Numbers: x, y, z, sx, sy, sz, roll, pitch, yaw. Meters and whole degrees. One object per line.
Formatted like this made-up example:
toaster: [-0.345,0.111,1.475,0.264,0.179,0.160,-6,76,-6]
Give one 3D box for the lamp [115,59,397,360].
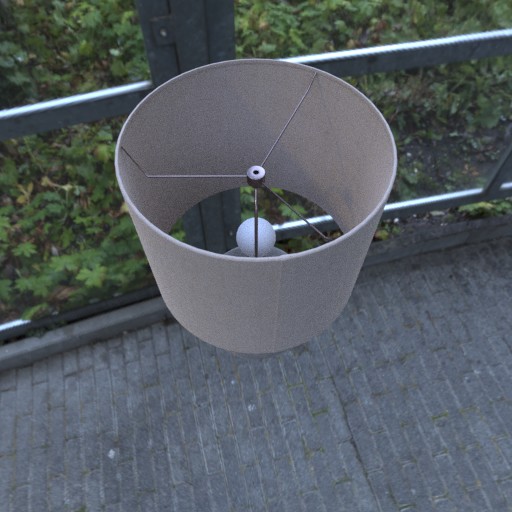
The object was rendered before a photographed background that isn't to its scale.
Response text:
lamp: [0.000,0.000,0.599,0.269,0.409,0.269,0,58,0]
